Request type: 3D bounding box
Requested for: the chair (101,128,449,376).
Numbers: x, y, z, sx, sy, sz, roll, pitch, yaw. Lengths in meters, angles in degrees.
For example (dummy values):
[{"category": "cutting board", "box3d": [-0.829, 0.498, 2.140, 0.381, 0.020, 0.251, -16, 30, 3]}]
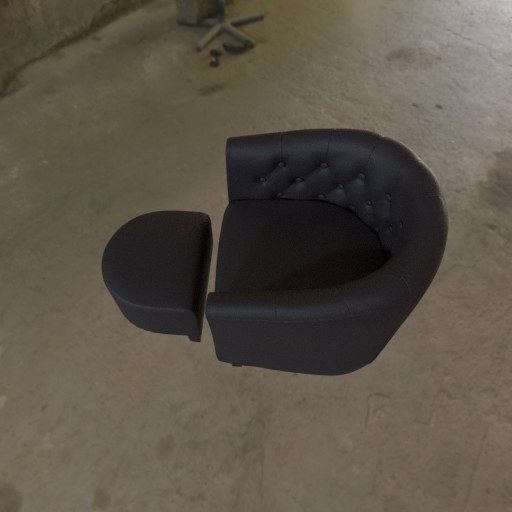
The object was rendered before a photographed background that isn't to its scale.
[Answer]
[{"category": "chair", "box3d": [0.000, 0.000, 1.666, 1.191, 0.760, 0.763, 3, 58, 2]}]
